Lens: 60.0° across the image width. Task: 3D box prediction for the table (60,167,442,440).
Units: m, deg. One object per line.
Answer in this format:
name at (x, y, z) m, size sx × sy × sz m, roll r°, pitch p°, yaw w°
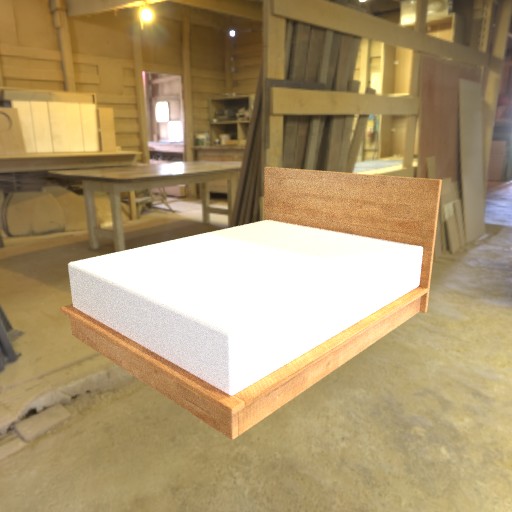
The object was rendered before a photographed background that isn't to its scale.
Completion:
table at (0.000, 0.000, 3.176) m, size 1.707 × 1.041 × 2.149 m, roll 14°, pitch 21°, yaw 41°
